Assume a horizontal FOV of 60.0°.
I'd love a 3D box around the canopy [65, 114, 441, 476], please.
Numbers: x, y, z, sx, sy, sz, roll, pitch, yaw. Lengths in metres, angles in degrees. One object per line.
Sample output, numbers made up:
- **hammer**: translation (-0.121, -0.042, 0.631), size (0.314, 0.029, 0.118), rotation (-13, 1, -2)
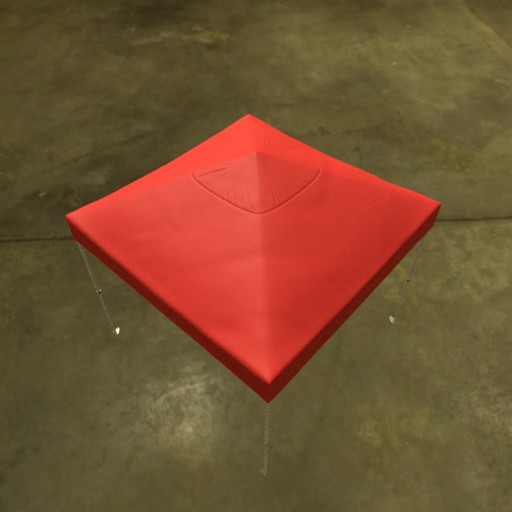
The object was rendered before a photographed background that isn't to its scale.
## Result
- **canopy**: translation (0.000, 0.000, 5.469), size (2.996, 2.997, 2.998), rotation (33, 55, 27)
